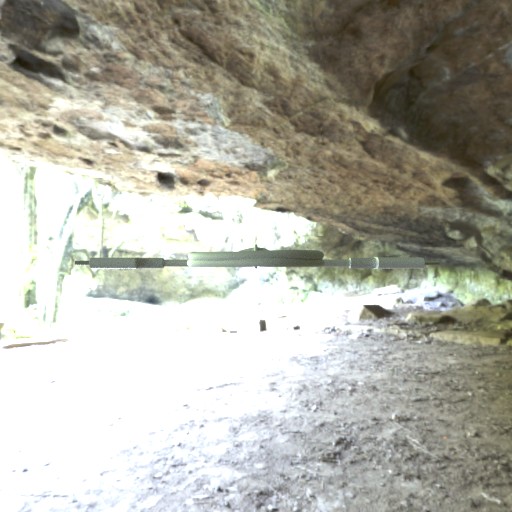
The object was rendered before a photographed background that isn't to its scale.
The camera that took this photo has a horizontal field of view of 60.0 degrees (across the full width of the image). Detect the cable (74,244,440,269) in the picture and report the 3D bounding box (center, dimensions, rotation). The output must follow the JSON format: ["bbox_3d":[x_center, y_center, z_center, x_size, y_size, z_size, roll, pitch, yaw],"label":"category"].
[{"bbox_3d":[0.000,0.000,0.225,0.203,0.014,0.070,0,-1,0],"label":"cable"}]
